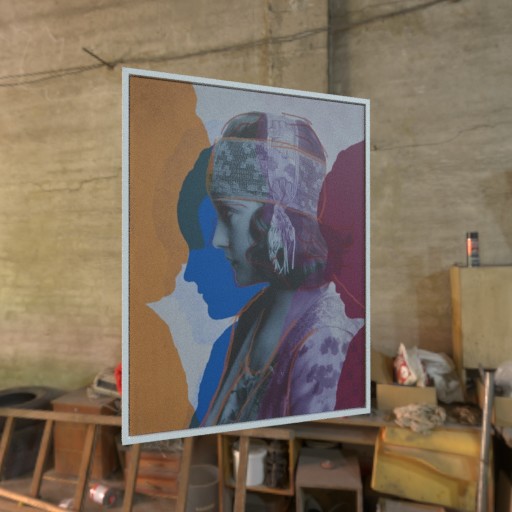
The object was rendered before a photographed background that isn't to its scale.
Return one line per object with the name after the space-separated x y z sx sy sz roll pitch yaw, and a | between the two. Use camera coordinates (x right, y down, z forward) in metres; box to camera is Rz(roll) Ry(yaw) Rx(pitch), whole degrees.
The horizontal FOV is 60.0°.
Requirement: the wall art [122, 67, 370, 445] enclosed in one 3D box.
0.000 0.000 1.375 0.795 1.050 0.039 0 0 -19 | wall art
